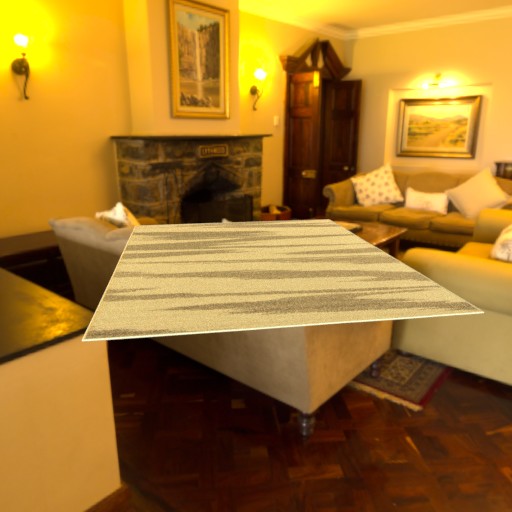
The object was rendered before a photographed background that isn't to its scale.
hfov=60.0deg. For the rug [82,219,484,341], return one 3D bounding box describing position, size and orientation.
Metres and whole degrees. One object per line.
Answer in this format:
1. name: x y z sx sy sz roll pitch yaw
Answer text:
1. rug: 0.000 0.000 3.916 2.353 0.014 2.945 -3 16 -9
